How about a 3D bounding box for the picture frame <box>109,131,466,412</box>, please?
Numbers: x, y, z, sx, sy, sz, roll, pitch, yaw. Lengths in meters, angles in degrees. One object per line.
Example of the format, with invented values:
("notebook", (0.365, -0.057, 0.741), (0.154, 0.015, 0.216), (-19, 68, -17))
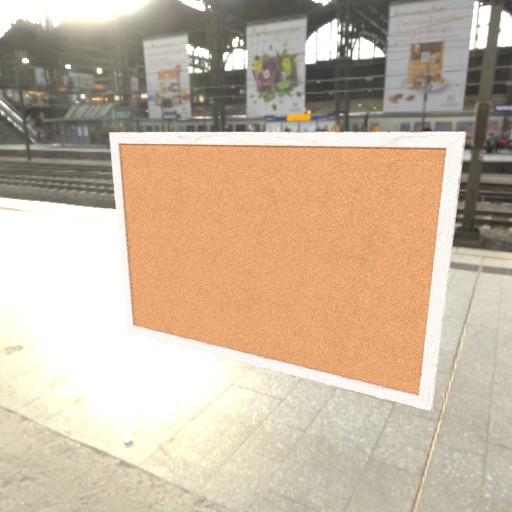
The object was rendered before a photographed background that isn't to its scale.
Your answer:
("picture frame", (0.000, 0.000, 1.188), (0.950, 0.640, 0.029), (8, 17, 26))
